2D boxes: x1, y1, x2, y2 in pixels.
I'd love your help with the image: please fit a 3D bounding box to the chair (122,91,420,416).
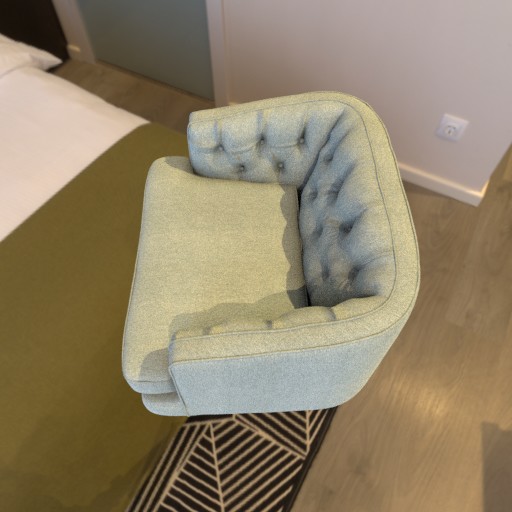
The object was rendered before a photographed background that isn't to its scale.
[{"bbox_3d":[0.000,0.000,1.751,0.945,0.852,1.094,-1,57,-1],"label":"chair"}]
